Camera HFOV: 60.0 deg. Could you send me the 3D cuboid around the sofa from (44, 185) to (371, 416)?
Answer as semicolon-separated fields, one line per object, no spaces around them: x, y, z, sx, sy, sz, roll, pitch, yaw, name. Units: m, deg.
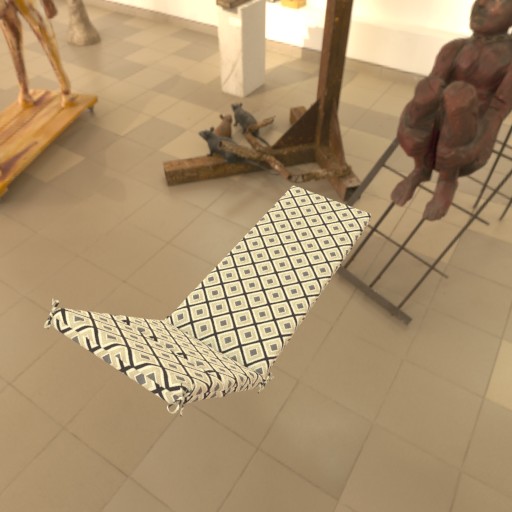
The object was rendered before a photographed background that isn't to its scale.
0.000;0.000;1.954;0.582;0.622;1.663;24;51;22;sofa
